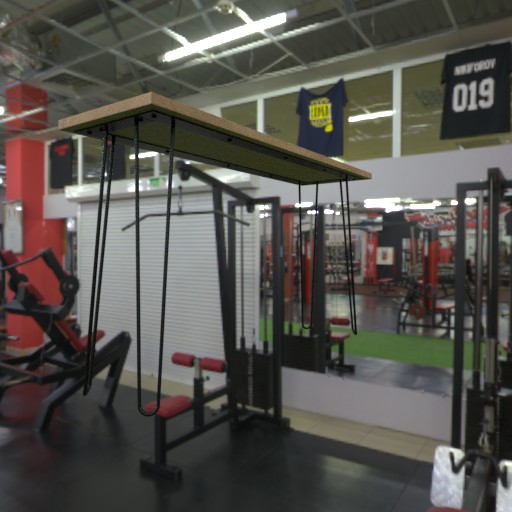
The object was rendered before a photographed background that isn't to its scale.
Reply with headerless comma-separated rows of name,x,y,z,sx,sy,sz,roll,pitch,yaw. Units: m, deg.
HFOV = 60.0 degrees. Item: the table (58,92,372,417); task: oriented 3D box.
table,0.000,0.000,1.736,0.399,0.799,1.400,1,1,36
